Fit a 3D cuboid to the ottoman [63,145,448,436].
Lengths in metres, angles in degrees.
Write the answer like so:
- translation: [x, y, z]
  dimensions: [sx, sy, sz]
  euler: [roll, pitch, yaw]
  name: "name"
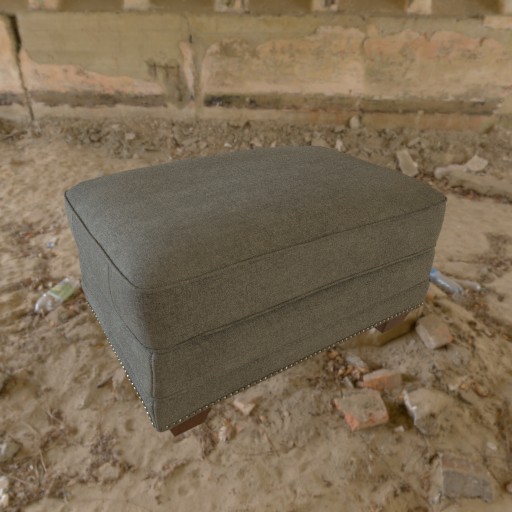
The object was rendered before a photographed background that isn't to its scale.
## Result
- translation: [0.000, 0.000, 1.162]
  dimensions: [0.813, 0.457, 0.561]
  euler: [-18, 34, -28]
  name: "ottoman"
